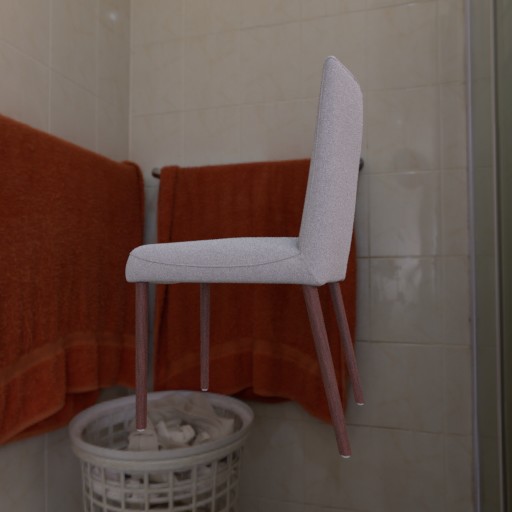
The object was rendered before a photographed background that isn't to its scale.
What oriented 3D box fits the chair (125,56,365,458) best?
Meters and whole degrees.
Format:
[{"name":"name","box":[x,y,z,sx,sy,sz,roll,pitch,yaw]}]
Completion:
[{"name":"chair","box":[0.000,0.000,1.204,0.570,0.859,0.456,0,-2,18]}]
